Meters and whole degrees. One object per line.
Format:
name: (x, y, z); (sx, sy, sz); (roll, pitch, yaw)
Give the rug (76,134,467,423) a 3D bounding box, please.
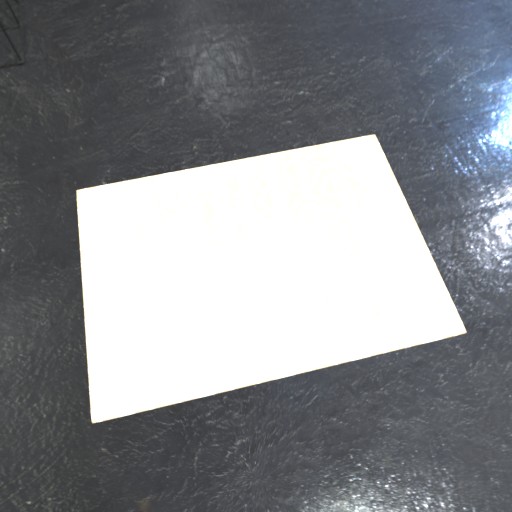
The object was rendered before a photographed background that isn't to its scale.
rug: (0.000, 0.000, 2.769); (2.134, 0.010, 1.524); (-12, 64, -6)
